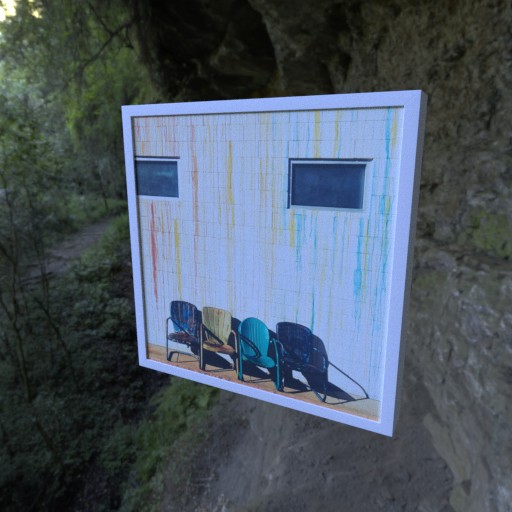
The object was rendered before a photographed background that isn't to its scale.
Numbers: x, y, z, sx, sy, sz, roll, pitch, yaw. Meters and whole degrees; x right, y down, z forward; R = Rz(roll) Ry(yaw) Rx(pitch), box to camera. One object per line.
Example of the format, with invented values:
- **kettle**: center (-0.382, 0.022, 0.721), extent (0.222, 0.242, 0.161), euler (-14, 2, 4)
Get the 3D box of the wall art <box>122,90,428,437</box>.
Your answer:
- **wall art**: center (0.000, 0.000, 0.460), extent (0.305, 0.305, 0.038), euler (7, 16, 26)
